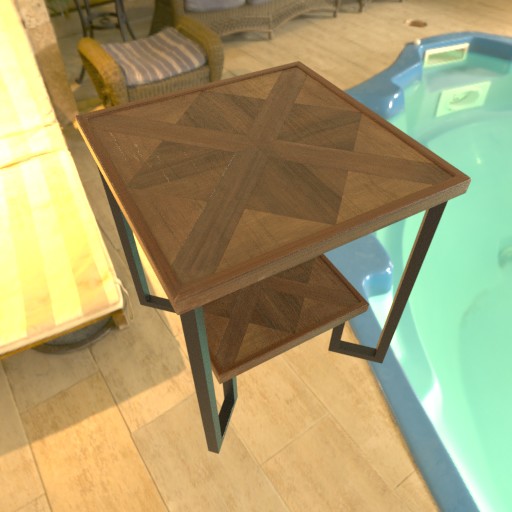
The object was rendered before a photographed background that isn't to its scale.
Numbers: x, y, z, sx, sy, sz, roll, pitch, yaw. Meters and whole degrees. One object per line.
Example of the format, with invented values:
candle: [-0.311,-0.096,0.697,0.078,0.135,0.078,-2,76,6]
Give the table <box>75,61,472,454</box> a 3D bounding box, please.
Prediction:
table: [0.000,0.000,0.970,0.503,0.563,0.503,-22,50,-19]
